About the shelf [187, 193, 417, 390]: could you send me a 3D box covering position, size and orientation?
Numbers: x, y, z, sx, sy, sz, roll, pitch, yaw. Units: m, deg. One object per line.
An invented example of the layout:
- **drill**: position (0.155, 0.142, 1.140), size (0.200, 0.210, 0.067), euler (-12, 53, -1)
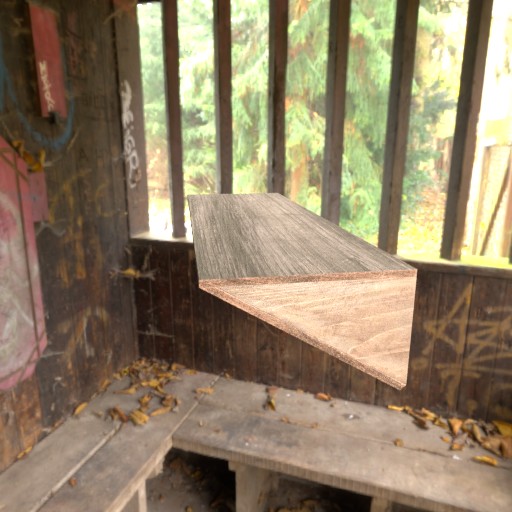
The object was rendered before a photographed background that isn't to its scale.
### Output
- **shelf**: position (0.000, 0.000, 0.698), size (0.200, 0.125, 0.610), euler (-2, 15, -9)
